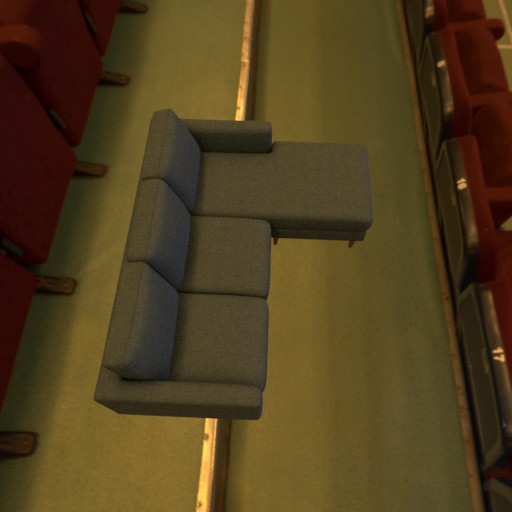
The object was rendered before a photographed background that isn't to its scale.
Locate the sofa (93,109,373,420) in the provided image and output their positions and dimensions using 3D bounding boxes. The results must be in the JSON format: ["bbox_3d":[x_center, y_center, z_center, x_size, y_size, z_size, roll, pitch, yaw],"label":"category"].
[{"bbox_3d":[0.000,0.000,3.025,1.667,0.957,2.055,2,63,1],"label":"sofa"}]
